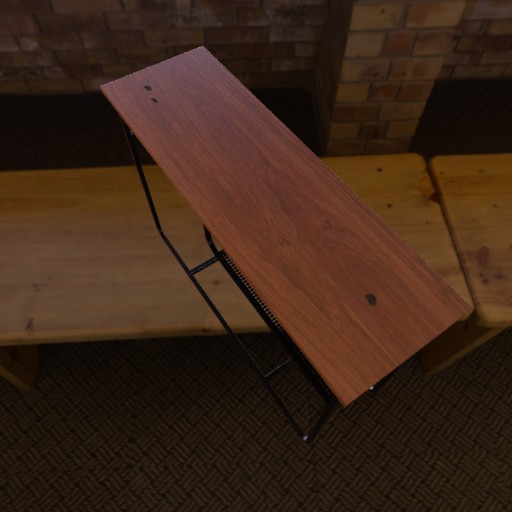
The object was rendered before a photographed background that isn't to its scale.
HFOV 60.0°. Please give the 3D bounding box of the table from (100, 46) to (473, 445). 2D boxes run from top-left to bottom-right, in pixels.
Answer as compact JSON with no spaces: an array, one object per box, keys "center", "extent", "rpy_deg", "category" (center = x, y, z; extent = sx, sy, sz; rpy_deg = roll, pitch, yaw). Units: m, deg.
[{"center":[0.000,0.000,1.435],"extent":[0.350,0.750,1.100],"rpy_deg":[-31,64,-17],"category":"table"}]
